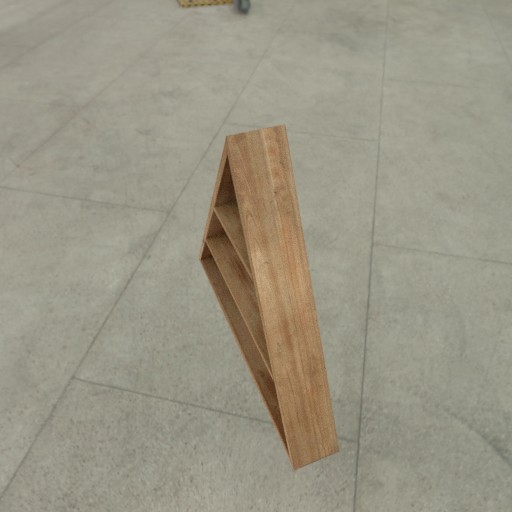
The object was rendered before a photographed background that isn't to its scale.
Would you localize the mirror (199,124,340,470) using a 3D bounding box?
[{"bbox_3d":[0.000,0.000,0.883,0.100,0.548,0.631,-16,46,-16],"label":"mirror"}]
